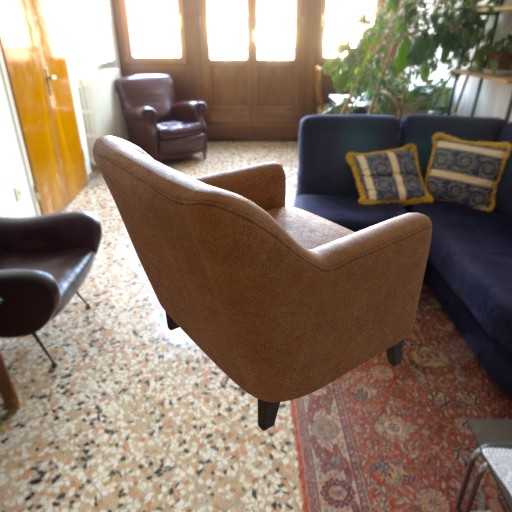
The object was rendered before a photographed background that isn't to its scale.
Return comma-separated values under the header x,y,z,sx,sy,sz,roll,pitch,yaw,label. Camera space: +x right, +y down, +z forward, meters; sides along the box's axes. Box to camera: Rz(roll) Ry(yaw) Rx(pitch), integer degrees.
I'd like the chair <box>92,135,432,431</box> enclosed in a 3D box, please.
x,y,z,sx,sy,sz,roll,pitch,yaw,label
0.000,0.000,1.862,1.034,0.980,1.037,-19,33,-32,chair
